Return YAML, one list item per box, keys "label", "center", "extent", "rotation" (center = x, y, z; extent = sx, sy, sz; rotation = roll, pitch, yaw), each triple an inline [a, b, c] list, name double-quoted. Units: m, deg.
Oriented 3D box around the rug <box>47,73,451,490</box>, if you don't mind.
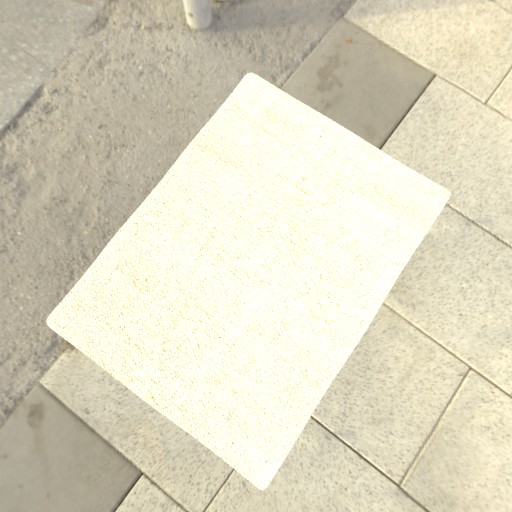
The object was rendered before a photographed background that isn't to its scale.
- label: "rug"
  center: [0.000, 0.000, 2.069]
  extent: [1.200, 0.027, 1.600]
  rotation: [34, 78, 8]
